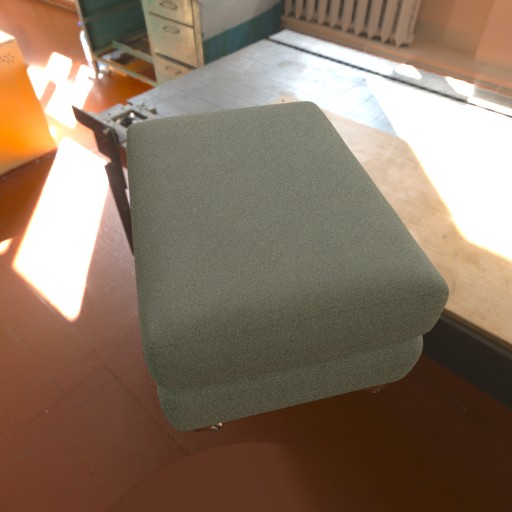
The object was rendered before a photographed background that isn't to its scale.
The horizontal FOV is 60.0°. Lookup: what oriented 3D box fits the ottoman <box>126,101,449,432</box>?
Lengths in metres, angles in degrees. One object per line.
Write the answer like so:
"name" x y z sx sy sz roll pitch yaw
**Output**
"ottoman" 0.000 0.000 1.146 0.569 0.504 0.773 -10 46 -10
